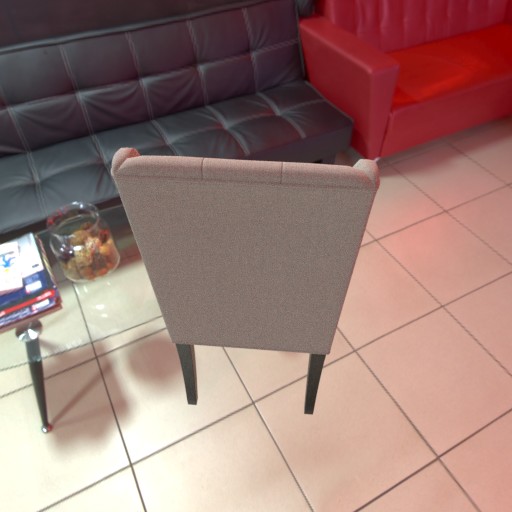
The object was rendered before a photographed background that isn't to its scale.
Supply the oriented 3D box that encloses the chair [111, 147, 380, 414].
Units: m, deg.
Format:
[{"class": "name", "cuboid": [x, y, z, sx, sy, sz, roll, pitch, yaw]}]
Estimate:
[{"class": "chair", "cuboid": [0.000, 0.000, 1.212, 0.474, 0.961, 0.523, 4, 48, 3]}]
